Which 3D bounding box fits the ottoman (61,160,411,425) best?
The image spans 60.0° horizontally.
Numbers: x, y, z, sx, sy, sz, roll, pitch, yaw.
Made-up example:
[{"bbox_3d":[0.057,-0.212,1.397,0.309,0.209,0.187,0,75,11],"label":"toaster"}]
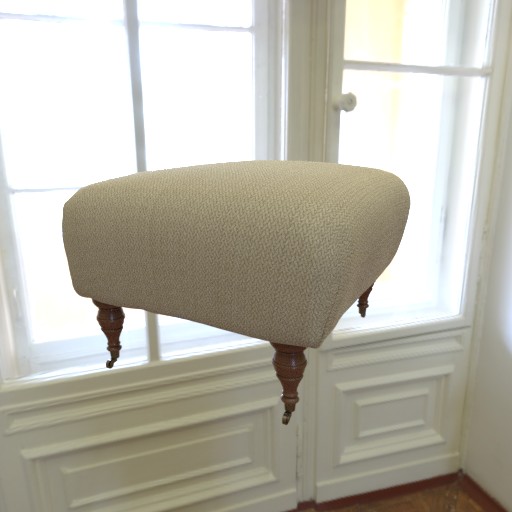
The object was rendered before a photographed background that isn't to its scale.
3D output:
[{"bbox_3d":[0.000,0.000,1.084,0.622,0.447,0.684,8,17,27],"label":"ottoman"}]
